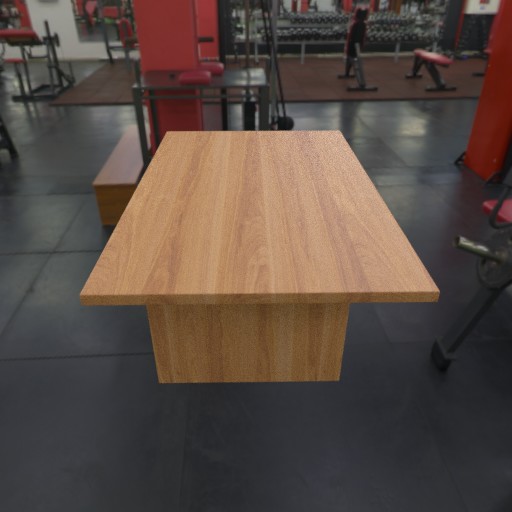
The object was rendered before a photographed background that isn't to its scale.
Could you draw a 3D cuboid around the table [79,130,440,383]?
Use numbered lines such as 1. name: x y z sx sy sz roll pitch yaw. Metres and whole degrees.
1. table: 0.000 0.000 1.459 0.700 0.510 1.100 -1 32 -1
